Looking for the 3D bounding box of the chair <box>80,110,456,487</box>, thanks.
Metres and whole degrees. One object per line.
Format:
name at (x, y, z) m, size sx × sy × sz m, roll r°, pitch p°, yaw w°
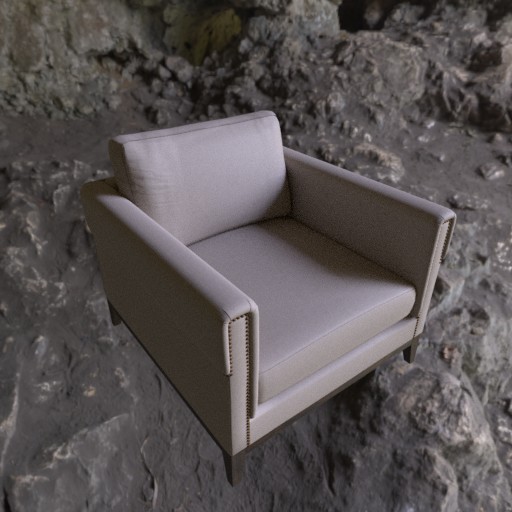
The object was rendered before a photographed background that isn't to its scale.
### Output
chair at (0.000, 0.000, 1.627) m, size 0.914 × 0.838 × 0.959 m, roll -21°, pitch 37°, yaw -31°
